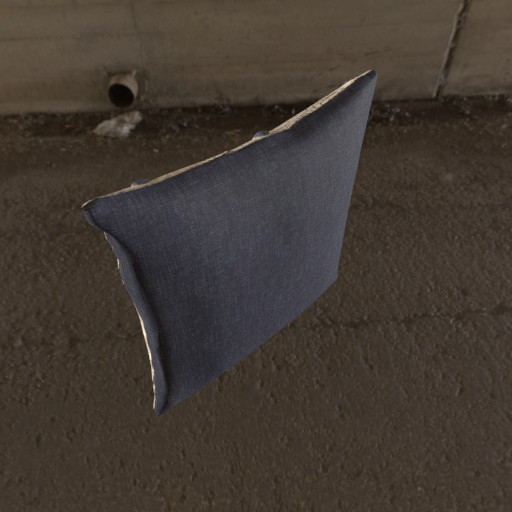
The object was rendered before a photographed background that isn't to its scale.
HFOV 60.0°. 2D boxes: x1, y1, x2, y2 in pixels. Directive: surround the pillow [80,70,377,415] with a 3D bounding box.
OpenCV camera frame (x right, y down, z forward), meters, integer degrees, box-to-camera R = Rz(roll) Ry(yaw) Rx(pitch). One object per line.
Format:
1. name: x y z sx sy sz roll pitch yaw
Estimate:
1. pillow: 0.000 0.000 0.770 0.510 0.510 0.145 -33 55 -27
